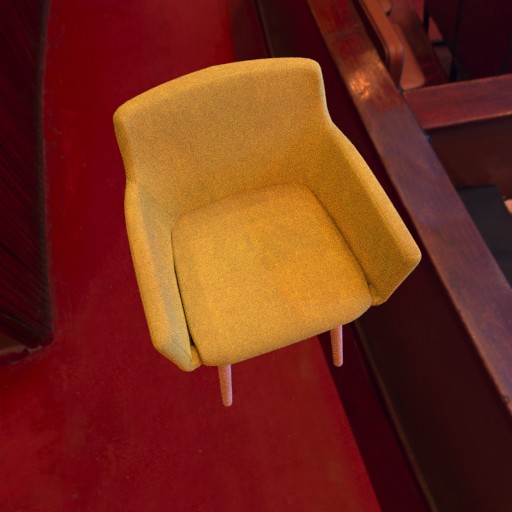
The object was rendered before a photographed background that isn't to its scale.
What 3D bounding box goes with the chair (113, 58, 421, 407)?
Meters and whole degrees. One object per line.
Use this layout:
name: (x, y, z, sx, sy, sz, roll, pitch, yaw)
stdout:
chair: (0.000, 0.000, 1.178, 0.570, 0.780, 0.570, -18, 65, -9)
